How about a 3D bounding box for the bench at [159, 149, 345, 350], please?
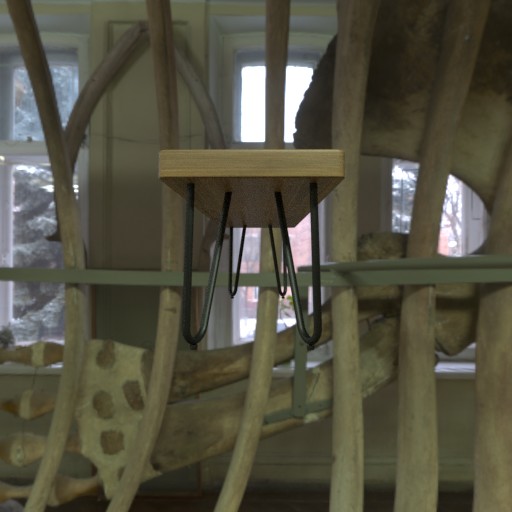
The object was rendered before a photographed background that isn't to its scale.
[{"bbox_3d":[0.000,0.000,1.766,0.425,0.462,1.570,0,0,1],"label":"bench"}]
